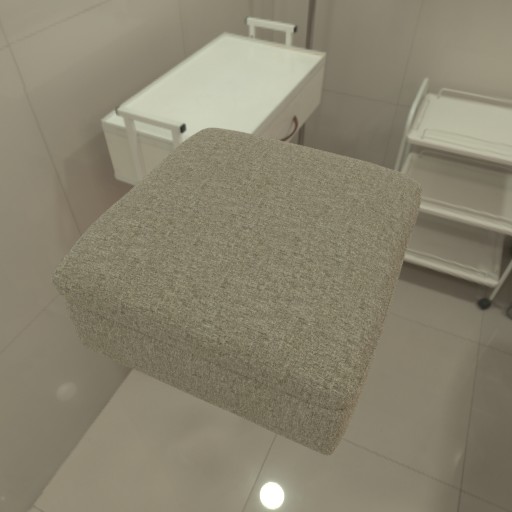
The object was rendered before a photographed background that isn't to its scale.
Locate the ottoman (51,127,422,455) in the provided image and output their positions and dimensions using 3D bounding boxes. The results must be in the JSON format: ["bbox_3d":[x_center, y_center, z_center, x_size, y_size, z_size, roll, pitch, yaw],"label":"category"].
[{"bbox_3d":[0.000,0.000,1.674,1.035,0.526,1.039,18,49,17],"label":"ottoman"}]
